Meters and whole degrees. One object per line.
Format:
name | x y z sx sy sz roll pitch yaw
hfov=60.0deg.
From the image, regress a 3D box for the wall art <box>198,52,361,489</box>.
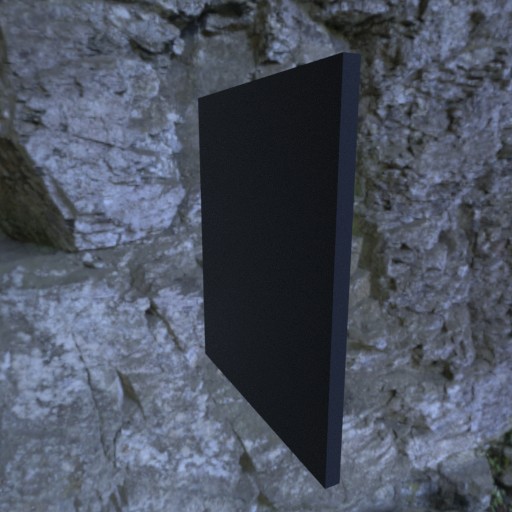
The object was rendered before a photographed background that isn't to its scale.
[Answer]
wall art | 0.000 0.000 0.685 0.023 0.505 0.428 -7 15 -26
